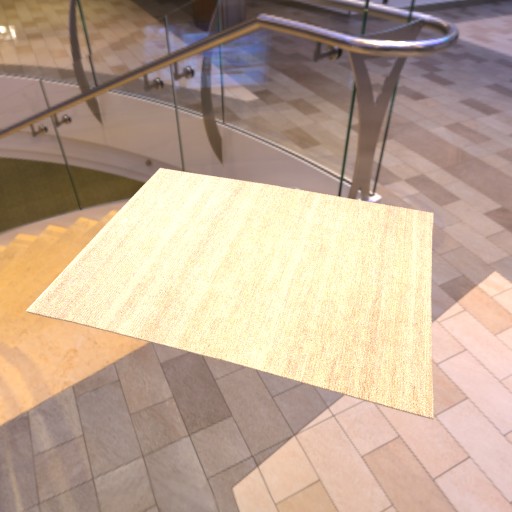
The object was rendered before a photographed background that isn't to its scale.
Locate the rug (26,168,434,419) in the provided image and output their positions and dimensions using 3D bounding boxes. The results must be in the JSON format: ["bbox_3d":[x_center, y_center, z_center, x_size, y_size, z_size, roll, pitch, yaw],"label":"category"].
[{"bbox_3d":[0.000,0.000,4.198,3.245,0.046,2.467,12,42,13],"label":"rug"}]
